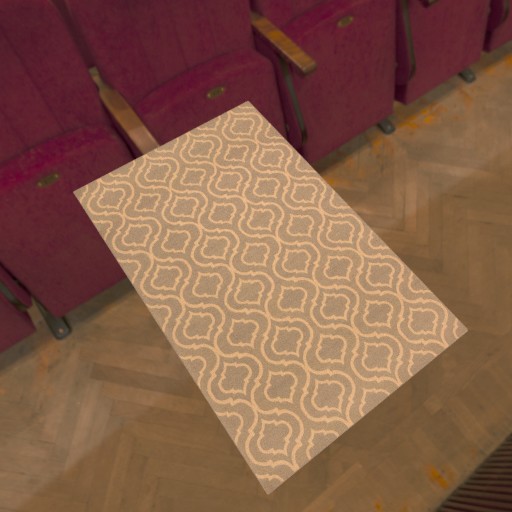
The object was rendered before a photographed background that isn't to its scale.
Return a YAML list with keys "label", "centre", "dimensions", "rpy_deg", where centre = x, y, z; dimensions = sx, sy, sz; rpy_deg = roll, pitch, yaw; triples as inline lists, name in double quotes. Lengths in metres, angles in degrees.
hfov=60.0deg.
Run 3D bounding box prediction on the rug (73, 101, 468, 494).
- label: "rug"
  centre: [0.000, 0.000, 2.195]
  dimensions: [1.141, 0.015, 1.749]
  rpy_deg: [-33, 68, -15]
